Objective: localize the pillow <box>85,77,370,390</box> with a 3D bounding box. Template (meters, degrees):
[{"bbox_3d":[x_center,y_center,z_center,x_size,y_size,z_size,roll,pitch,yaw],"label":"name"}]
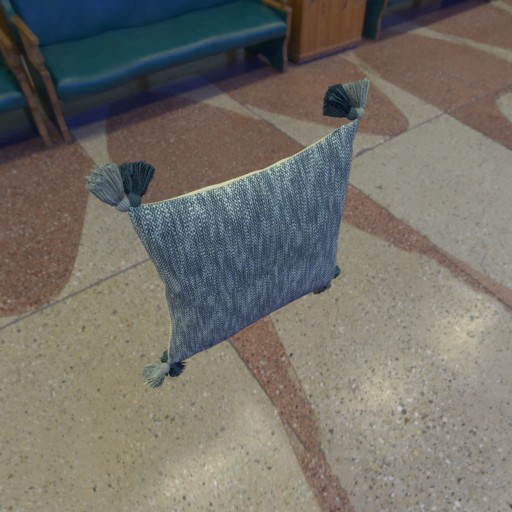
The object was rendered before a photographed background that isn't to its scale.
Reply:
[{"bbox_3d":[0.000,0.000,0.938,0.614,0.634,0.138,-26,52,-22],"label":"pillow"}]
